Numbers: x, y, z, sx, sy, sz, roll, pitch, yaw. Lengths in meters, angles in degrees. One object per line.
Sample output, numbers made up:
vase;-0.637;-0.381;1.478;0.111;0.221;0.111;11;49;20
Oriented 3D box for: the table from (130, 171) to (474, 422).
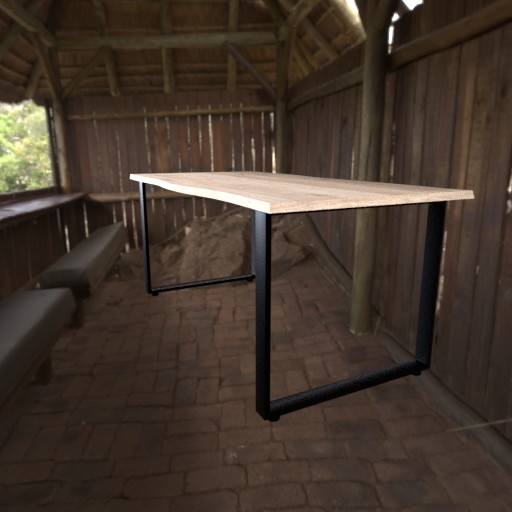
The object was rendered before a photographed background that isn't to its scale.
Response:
table;0.000;0.000;2.311;0.900;0.780;1.800;-7;15;-27
